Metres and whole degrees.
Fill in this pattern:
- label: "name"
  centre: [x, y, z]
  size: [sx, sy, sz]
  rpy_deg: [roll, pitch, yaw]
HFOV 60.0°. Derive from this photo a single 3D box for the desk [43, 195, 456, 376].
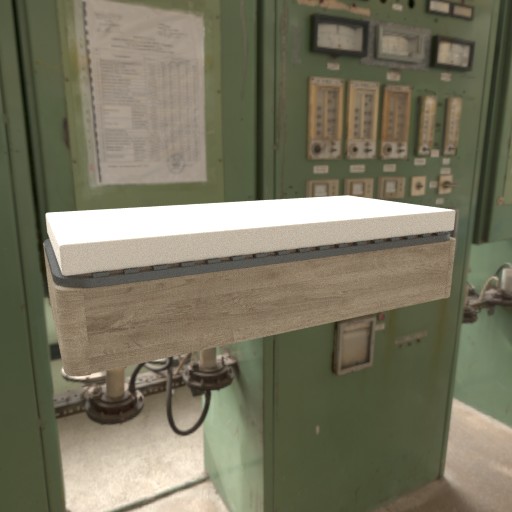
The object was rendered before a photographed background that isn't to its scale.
- label: "desk"
  centre: [0.000, 0.000, 2.241]
  size: [1.900, 0.455, 0.900]
  rpy_deg: [-7, 15, -27]
